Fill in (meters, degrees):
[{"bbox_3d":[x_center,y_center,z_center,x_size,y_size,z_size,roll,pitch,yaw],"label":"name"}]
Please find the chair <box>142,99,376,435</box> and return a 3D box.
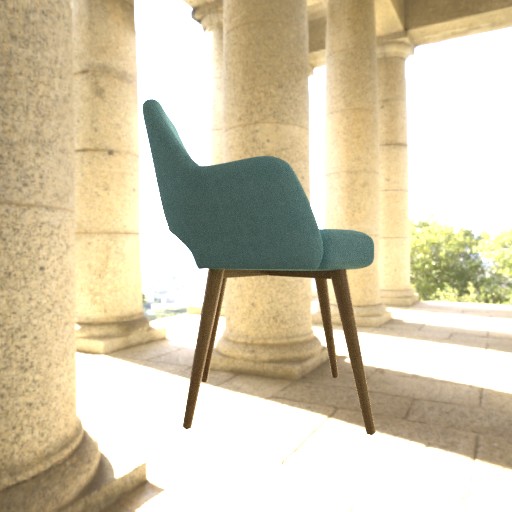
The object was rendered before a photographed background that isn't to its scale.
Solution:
[{"bbox_3d":[0.000,0.000,1.270,0.610,0.840,0.590,0,1,0],"label":"chair"}]
